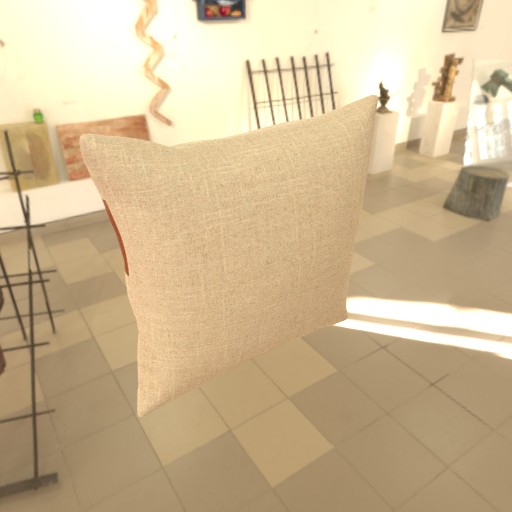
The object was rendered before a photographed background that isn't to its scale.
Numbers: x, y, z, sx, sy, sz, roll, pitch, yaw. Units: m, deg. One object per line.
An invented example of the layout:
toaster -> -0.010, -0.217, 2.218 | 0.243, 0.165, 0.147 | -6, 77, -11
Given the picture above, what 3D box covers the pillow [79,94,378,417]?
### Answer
pillow -> 0.000, 0.000, 0.626 | 0.414, 0.399, 0.173 | -18, 34, -29
